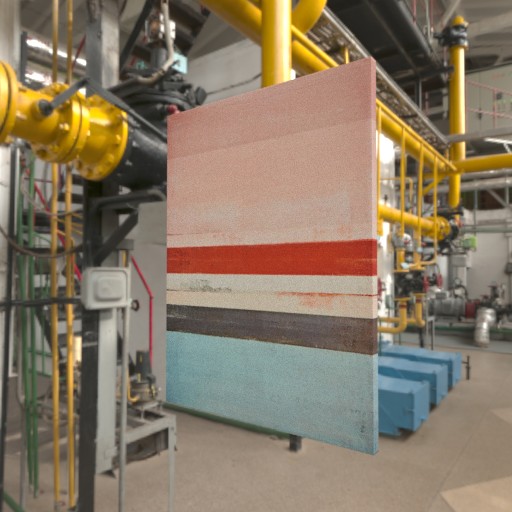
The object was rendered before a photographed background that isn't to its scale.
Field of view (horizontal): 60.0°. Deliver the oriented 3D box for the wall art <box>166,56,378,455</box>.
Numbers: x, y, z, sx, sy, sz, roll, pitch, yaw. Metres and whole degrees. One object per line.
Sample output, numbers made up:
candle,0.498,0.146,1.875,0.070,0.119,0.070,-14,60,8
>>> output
wall art,0.000,0.000,1.368,0.761,1.016,0.039,-1,-2,36
